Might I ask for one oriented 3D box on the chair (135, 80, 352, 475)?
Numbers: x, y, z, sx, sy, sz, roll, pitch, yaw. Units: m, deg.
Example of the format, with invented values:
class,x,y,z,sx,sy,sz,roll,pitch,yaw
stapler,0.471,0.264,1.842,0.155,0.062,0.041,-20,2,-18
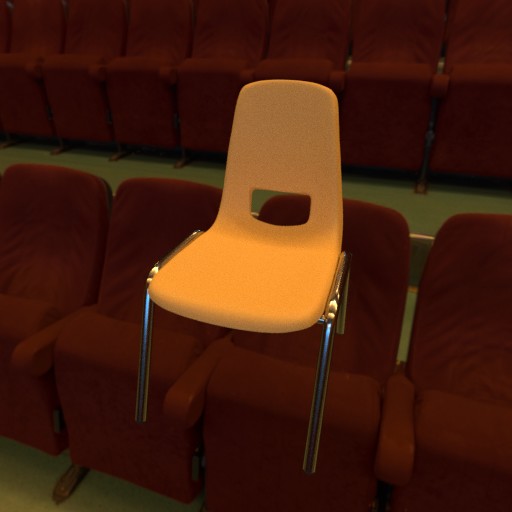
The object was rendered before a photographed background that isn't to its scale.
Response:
class,x,y,z,sx,sy,sz,roll,pitch,yaw
chair,0.000,0.000,0.843,0.354,0.586,0.423,9,29,17
